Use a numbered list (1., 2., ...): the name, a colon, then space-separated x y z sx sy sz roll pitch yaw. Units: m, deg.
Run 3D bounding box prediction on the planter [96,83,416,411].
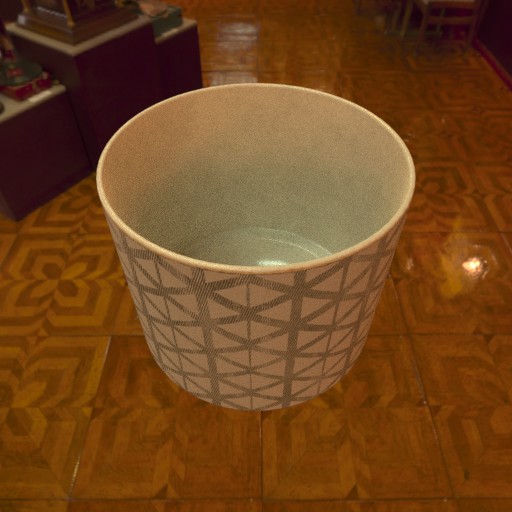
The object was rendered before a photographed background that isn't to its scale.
1. planter: 0.000 0.000 0.336 0.190 0.181 0.190 0 47 0
